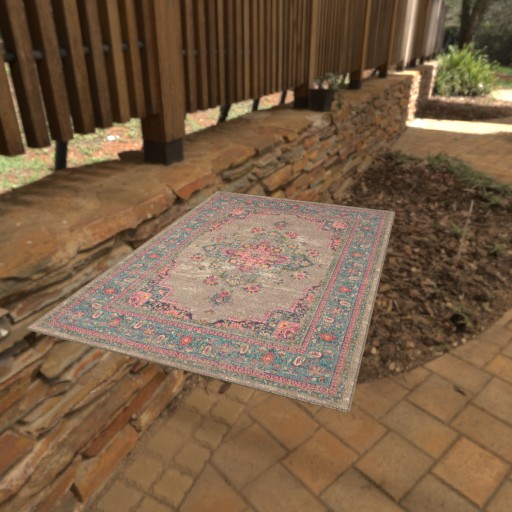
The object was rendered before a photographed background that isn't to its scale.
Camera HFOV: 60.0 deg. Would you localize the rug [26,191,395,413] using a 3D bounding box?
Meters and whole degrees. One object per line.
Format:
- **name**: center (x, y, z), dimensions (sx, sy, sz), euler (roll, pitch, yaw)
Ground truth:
- **rug**: center (0.000, 0.000, 3.659), dimensions (2.005, 0.013, 2.890), euler (9, 28, 18)
